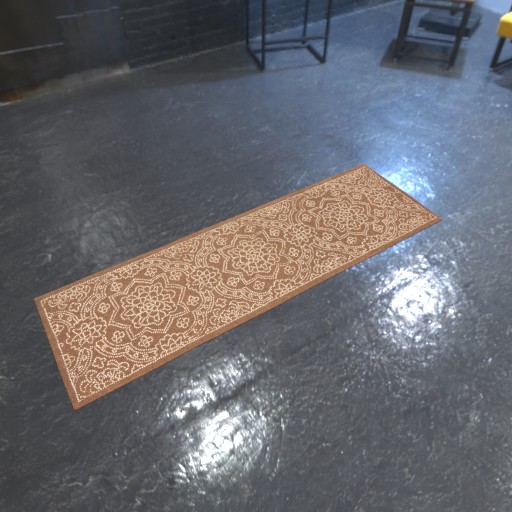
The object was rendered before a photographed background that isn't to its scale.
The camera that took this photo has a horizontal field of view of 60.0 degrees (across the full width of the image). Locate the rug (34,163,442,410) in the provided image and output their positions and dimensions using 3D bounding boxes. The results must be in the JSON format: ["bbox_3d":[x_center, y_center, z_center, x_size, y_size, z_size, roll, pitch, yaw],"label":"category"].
[{"bbox_3d":[0.000,0.000,2.695,2.448,0.012,0.769,-25,51,-22],"label":"rug"}]
